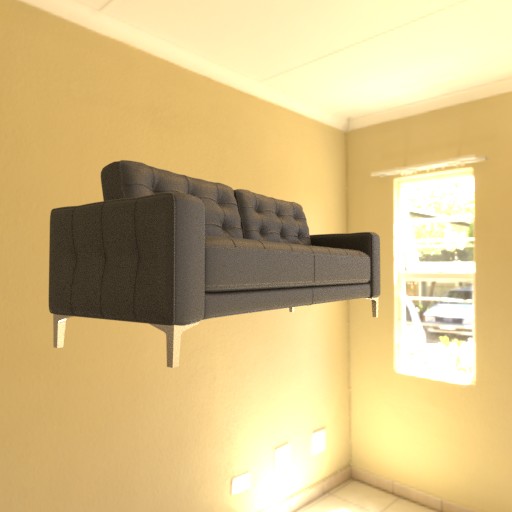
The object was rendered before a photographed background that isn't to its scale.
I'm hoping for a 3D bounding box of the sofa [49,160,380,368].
[{"bbox_3d":[0.000,0.000,2.753,0.833,0.893,2.275,-1,-2,35],"label":"sofa"}]
